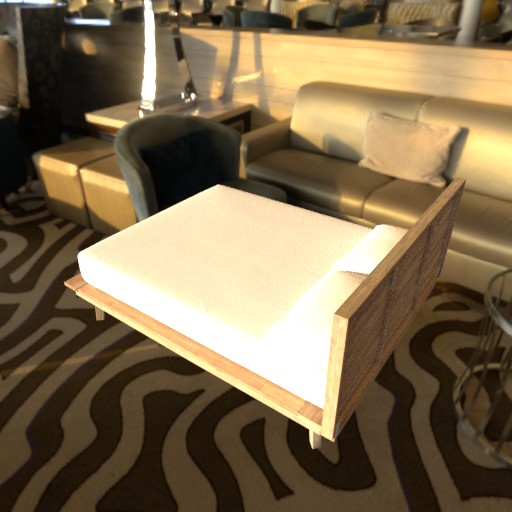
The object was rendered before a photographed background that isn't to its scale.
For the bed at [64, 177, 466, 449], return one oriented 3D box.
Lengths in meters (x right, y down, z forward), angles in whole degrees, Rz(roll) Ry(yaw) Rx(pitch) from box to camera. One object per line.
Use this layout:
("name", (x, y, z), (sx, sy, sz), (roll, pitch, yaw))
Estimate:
("bed", (0.000, 0.000, 3.104), (2.145, 1.071, 1.759), (21, 37, 30))
